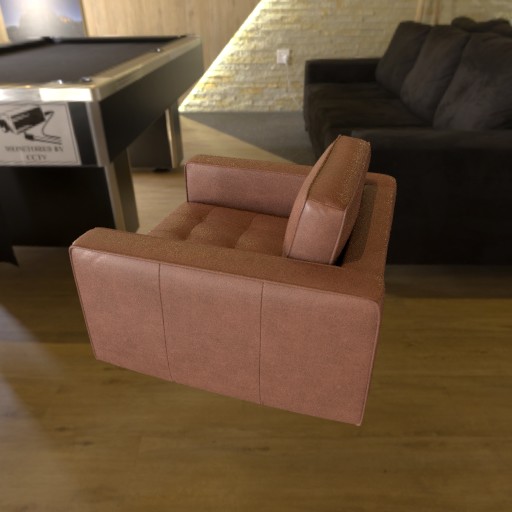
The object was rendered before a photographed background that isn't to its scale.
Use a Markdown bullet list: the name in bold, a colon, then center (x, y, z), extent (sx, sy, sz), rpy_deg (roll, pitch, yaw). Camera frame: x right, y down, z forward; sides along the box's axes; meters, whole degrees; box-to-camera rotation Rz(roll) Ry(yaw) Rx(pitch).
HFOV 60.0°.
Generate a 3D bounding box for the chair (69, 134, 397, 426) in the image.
- **chair**: center (0.000, 0.000, 1.586), extent (0.900, 0.770, 0.920), rpy_deg (9, 32, 15)
